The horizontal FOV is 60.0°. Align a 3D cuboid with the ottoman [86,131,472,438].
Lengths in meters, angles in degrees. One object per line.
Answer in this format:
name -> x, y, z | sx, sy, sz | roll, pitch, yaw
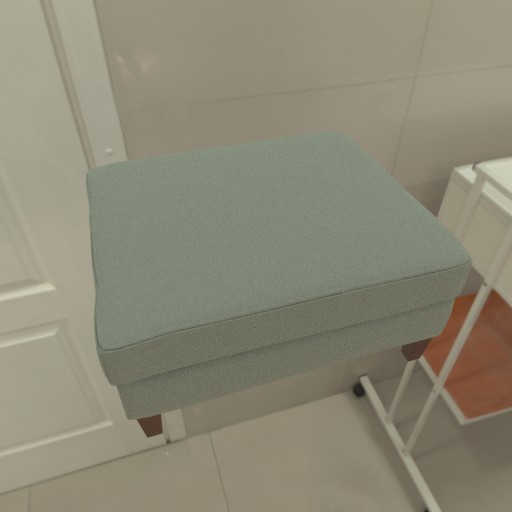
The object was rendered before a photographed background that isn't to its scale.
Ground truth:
ottoman -> 0.000, 0.000, 1.478 | 0.991, 0.494, 0.842 | -12, 43, -13
